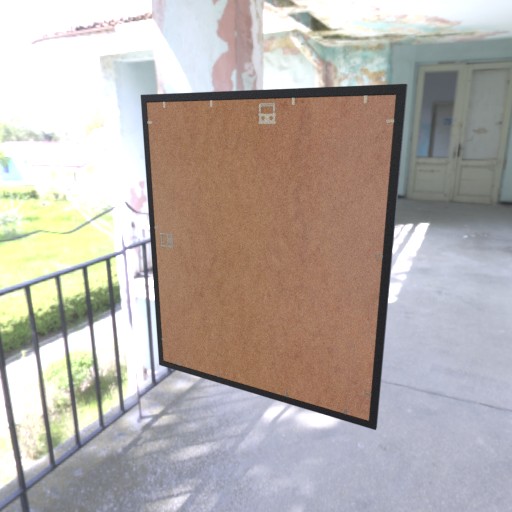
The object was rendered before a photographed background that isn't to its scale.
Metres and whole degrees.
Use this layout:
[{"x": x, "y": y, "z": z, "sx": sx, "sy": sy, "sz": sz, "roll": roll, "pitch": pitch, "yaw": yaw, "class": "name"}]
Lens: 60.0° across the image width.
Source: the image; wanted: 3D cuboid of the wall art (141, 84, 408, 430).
[{"x": 0.000, "y": 0.000, "z": 0.941, "sx": 0.559, "sy": 0.660, "sz": 0.018, "roll": 8, "pitch": 18, "yaw": 26, "class": "wall art"}]
